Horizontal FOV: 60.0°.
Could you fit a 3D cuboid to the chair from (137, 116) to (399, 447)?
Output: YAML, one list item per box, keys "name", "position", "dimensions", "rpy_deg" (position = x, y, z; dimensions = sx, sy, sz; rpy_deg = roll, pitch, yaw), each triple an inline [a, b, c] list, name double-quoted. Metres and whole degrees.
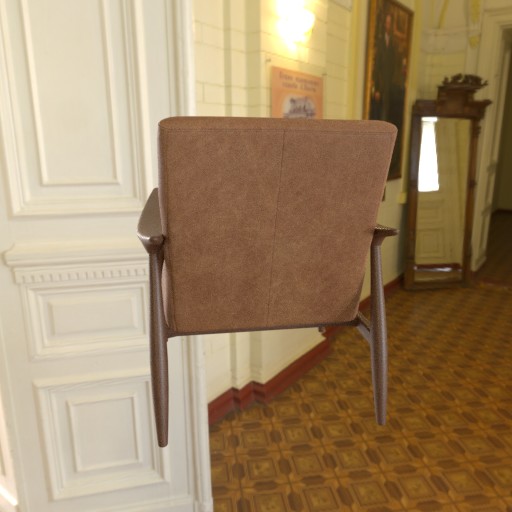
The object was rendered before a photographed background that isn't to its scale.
- name: "chair"
  position: [0.000, 0.000, 1.458]
  dimensions: [0.741, 0.832, 0.798]
  rpy_deg: [-2, 14, -9]
